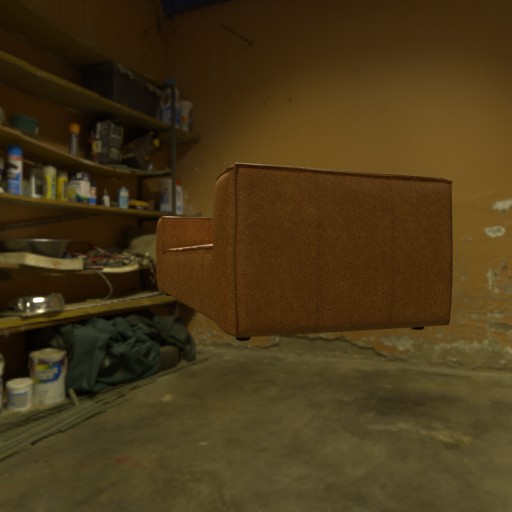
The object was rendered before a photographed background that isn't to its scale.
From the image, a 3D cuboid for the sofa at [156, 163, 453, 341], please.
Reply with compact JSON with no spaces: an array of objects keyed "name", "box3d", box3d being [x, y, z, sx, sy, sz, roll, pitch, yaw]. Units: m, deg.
[{"name":"sofa","box3d":[0.000,0.000,3.022,1.102,0.701,2.581,0,0,-19]}]
